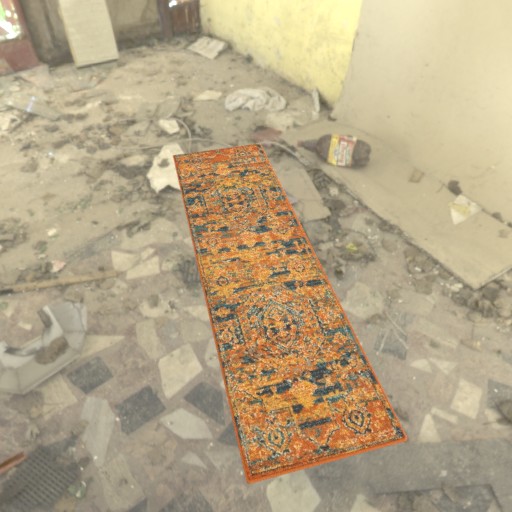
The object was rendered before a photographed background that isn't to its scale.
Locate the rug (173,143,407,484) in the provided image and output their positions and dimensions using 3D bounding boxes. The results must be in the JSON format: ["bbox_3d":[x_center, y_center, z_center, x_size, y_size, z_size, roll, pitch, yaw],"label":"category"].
[{"bbox_3d":[0.000,0.000,2.460,0.651,0.016,2.274,-10,46,-10],"label":"rug"}]
